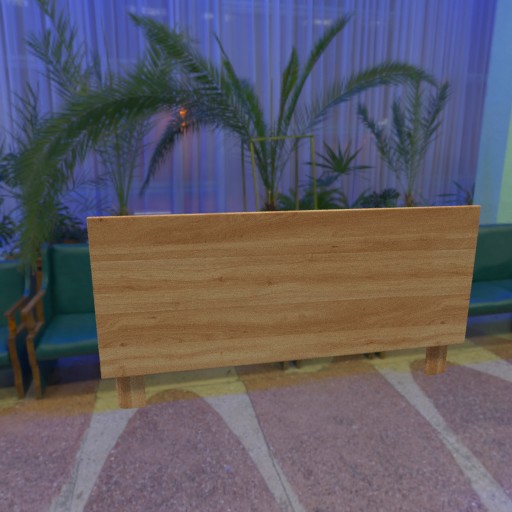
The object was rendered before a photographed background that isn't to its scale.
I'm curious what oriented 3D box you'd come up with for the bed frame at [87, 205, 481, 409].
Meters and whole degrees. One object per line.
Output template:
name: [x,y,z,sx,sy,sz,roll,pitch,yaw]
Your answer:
bed frame: [0.000,0.000,3.140,1.872,0.940,2.092,-3,14,-11]
